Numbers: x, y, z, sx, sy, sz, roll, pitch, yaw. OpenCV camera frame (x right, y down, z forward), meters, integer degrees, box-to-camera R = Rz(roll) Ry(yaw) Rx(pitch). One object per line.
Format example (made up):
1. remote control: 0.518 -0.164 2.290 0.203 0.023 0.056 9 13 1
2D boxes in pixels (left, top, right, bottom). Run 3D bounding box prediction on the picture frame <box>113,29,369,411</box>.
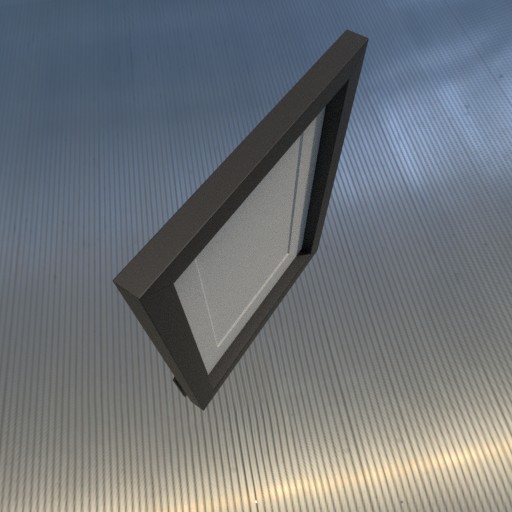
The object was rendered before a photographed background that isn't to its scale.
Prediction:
1. picture frame: 0.000 0.000 0.507 0.036 0.383 0.307 31 65 16
